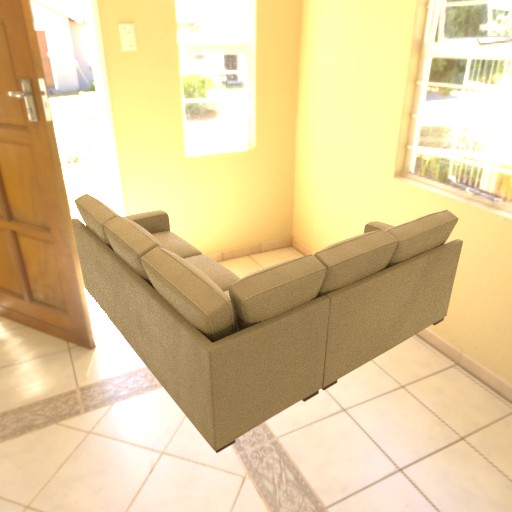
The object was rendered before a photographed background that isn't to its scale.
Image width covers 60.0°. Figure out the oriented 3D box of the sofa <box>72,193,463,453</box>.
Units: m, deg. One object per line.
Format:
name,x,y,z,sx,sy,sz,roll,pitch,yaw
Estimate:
sofa,0.000,0.000,3.543,2.182,0.939,2.189,-18,31,-33
